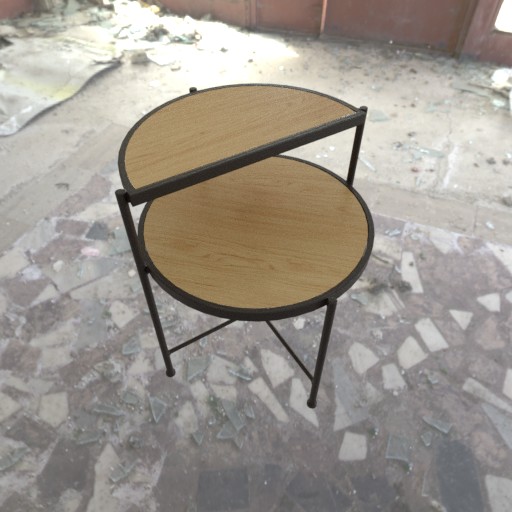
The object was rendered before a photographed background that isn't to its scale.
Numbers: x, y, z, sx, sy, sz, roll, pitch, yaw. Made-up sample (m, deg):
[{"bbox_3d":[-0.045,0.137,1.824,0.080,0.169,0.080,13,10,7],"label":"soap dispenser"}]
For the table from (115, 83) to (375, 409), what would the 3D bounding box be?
[{"bbox_3d":[0.000,0.000,1.185,0.629,0.684,0.628,-24,51,-21],"label":"table"}]
